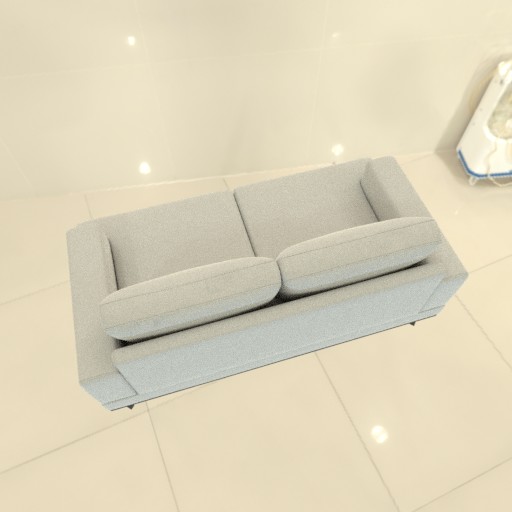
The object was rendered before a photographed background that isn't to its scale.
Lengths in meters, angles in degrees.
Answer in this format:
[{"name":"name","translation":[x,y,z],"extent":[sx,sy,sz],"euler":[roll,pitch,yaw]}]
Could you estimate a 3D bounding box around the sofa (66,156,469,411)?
[{"name":"sofa","translation":[0.000,0.000,2.129],"extent":[1.650,0.810,0.920],"euler":[-14,59,-9]}]
